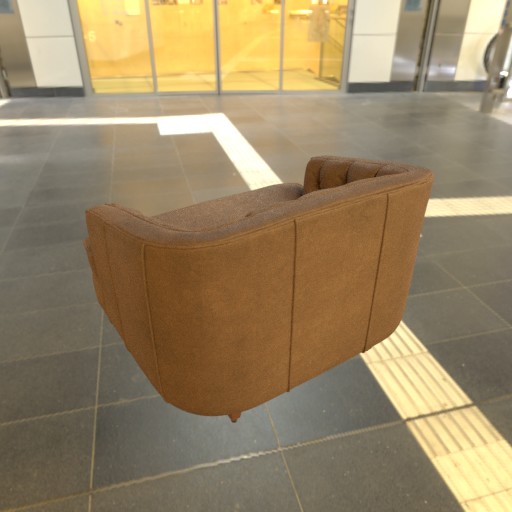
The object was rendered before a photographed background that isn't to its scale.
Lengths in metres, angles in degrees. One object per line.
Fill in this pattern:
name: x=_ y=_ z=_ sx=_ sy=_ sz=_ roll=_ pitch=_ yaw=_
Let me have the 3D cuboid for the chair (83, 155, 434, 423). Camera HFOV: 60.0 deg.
chair: x=0.000 y=0.000 z=1.743 sx=1.118 sy=0.787 sz=0.914 roll=-19 pitch=35 yaw=-29
